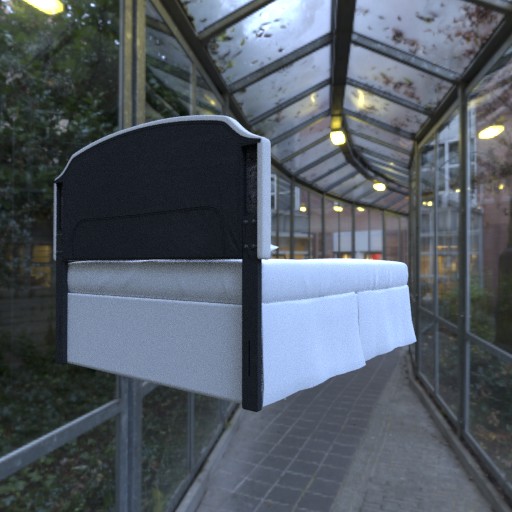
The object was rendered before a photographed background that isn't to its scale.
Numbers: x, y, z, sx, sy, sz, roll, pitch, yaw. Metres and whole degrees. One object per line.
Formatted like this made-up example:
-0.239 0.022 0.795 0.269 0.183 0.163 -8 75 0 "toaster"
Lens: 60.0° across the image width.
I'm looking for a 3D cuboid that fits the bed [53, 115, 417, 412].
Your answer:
0.000 0.000 2.977 1.558 1.270 1.999 -1 -1 36 "bed"
